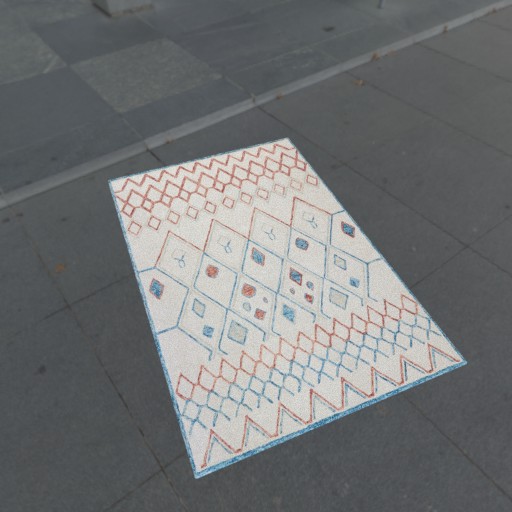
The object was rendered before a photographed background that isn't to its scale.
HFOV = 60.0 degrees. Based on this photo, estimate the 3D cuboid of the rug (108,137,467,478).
[{"bbox_3d":[0.000,0.000,2.315,1.219,0.016,1.829,-17,51,-14],"label":"rug"}]
